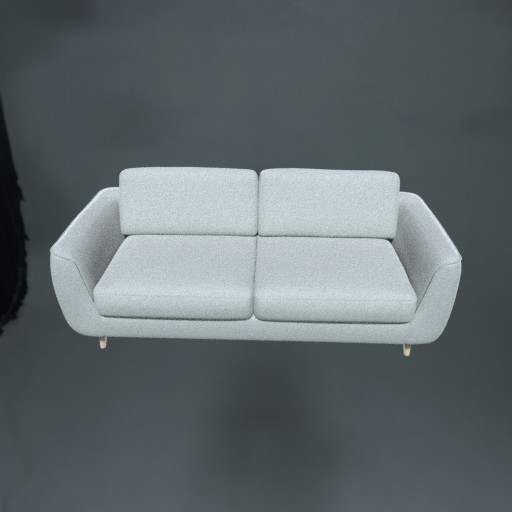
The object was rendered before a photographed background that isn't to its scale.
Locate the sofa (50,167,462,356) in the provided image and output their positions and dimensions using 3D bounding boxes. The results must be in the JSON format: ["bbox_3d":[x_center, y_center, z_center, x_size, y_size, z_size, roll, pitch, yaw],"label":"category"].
[{"bbox_3d":[0.000,0.000,2.522,2.000,0.850,0.920,1,30,2],"label":"sofa"}]
